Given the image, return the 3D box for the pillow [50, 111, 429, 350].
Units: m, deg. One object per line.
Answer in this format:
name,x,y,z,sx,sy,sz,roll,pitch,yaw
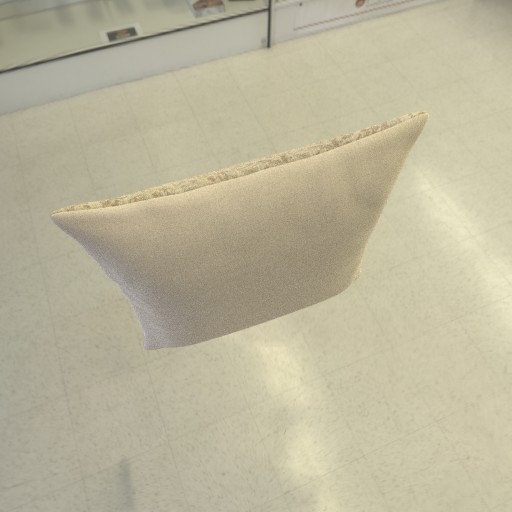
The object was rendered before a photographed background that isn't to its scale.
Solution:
pillow,0.000,0.000,0.790,0.523,0.510,0.166,-17,61,-10
